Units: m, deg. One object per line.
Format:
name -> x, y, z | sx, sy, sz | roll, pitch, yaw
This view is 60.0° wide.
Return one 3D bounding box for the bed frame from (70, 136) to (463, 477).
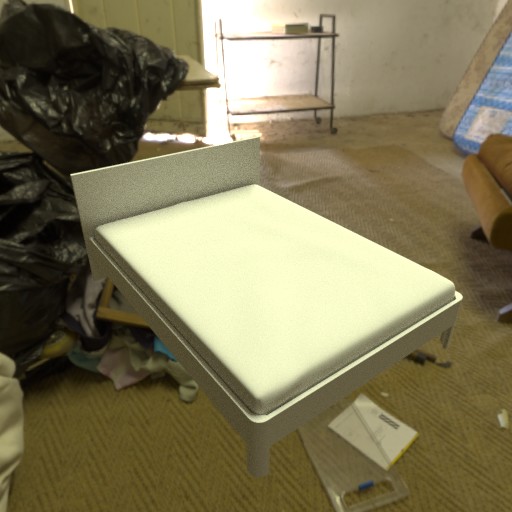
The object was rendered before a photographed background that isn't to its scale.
bed frame -> 0.000, 0.000, 2.721 | 1.490, 0.800, 1.950 | -21, 36, -31
